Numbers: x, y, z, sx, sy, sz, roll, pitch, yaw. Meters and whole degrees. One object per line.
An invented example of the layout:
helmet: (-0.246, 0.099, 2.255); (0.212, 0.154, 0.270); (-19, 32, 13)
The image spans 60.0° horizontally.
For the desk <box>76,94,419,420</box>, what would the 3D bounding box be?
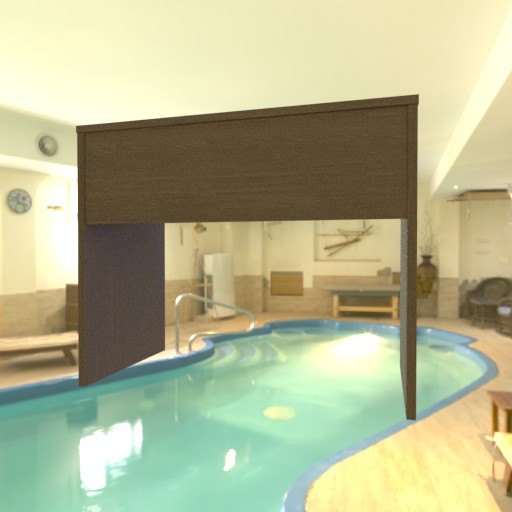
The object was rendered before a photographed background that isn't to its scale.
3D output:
desk: (0.000, 0.000, 1.346); (0.893, 0.724, 0.498); (0, 1, 16)
